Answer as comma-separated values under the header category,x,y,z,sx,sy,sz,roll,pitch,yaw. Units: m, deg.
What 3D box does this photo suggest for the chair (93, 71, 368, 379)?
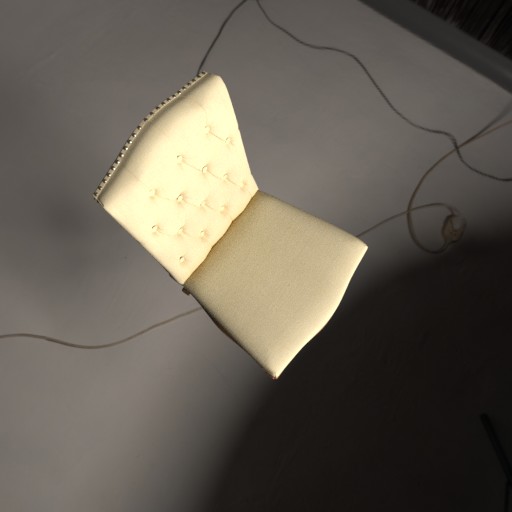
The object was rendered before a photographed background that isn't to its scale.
category,x,y,z,sx,sy,sz,roll,pitch,yaw
chair,0.000,0.000,1.622,0.715,1.165,0.623,36,78,8
